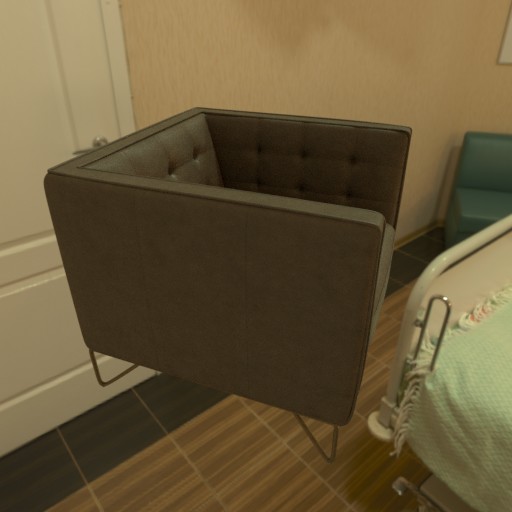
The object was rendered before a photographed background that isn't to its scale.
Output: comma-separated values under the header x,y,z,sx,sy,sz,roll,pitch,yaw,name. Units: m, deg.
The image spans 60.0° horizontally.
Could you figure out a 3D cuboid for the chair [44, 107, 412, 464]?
x,y,z,sx,sy,sz,roll,pitch,yaw,name
0.000,0.000,1.544,0.894,0.790,0.880,11,32,18,chair
